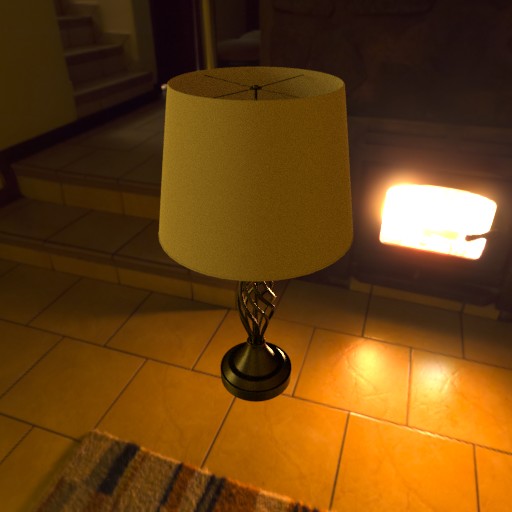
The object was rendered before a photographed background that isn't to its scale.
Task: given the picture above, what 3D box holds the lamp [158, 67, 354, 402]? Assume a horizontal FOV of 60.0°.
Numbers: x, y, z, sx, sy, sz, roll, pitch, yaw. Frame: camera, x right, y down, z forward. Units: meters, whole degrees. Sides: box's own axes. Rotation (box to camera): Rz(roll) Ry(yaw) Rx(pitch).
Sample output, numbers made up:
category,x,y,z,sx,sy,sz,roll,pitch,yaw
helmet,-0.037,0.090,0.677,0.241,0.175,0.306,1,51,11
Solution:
category,x,y,z,sx,sy,sz,roll,pitch,yaw
lamp,0.000,0.000,0.796,0.331,0.594,0.331,0,32,0
